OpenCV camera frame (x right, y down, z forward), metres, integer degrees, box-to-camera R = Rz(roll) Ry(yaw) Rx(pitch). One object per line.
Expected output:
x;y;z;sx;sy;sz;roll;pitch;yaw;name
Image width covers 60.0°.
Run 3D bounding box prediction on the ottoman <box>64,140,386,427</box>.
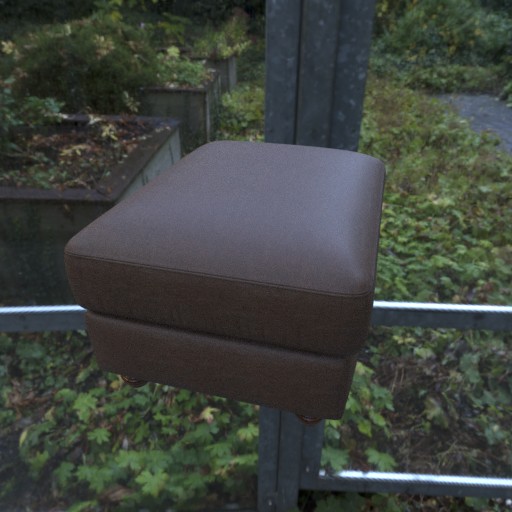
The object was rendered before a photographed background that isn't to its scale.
0.000;0.000;1.211;0.635;0.508;0.787;8;30;14;ottoman
